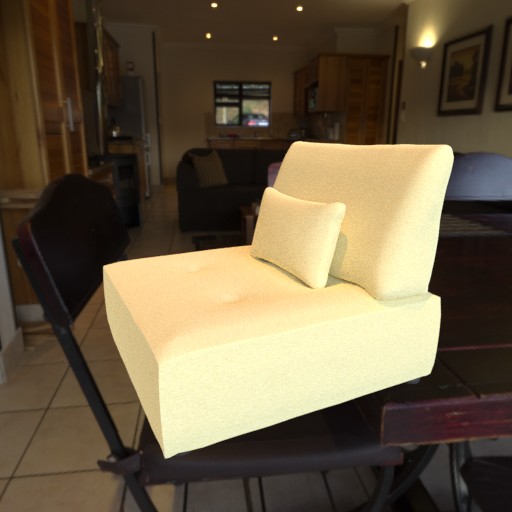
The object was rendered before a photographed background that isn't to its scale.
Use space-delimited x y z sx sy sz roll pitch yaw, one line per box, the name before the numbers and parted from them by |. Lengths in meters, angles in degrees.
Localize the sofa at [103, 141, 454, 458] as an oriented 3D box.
sofa | 0.000 0.000 1.670 1.000 0.820 0.930 -8 17 -26
